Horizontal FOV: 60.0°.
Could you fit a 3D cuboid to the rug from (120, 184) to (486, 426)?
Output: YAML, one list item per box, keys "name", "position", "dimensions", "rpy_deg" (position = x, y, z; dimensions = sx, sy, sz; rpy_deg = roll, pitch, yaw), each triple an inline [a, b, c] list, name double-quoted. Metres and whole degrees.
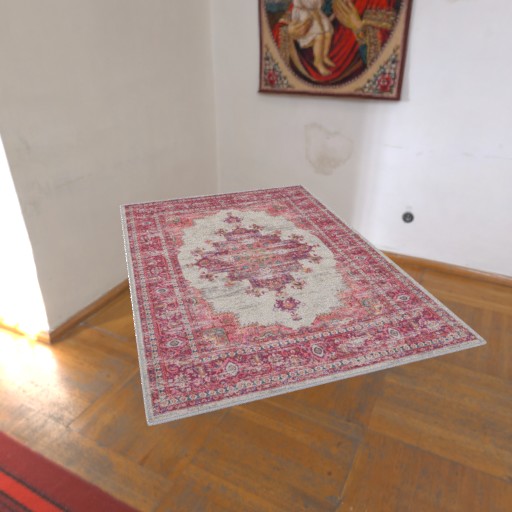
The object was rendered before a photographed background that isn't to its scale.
- name: "rug"
  position: [0.000, 0.000, 2.782]
  dimensions: [1.555, 0.011, 2.232]
  rpy_deg: [-9, 30, -15]
